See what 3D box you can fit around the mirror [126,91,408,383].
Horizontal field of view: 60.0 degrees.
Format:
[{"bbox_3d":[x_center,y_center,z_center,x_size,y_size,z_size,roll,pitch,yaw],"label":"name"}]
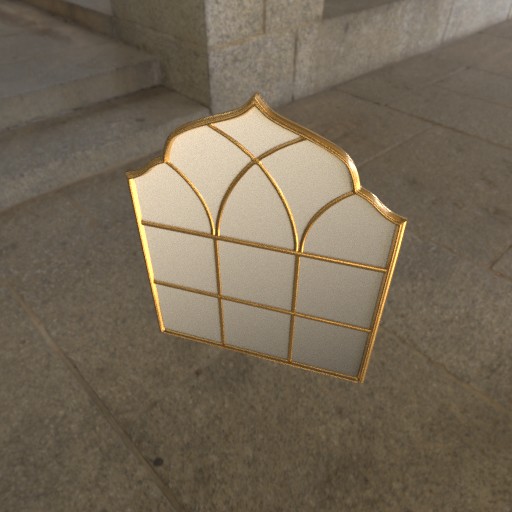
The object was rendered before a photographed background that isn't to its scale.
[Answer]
[{"bbox_3d":[0.000,0.000,0.862,0.513,0.635,0.018,12,42,13],"label":"mirror"}]
